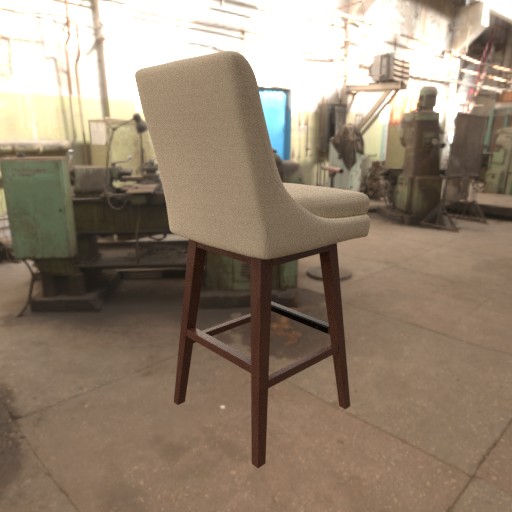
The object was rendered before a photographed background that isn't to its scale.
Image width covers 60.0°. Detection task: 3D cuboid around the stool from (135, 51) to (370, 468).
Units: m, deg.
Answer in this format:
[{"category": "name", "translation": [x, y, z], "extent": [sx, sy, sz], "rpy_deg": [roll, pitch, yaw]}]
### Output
[{"category": "stool", "translation": [0.000, 0.000, 1.395], "extent": [0.559, 1.093, 0.483], "rpy_deg": [-14, 21, -41]}]
